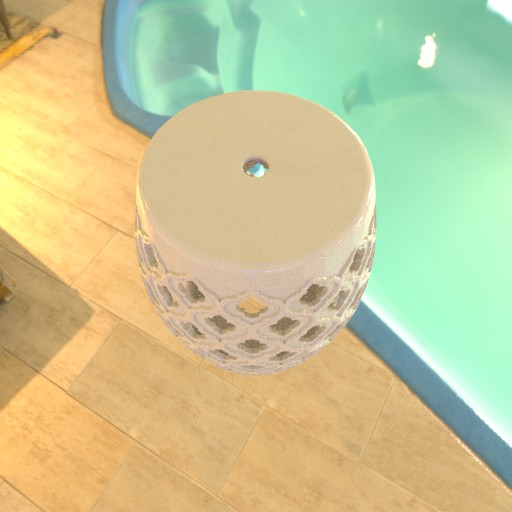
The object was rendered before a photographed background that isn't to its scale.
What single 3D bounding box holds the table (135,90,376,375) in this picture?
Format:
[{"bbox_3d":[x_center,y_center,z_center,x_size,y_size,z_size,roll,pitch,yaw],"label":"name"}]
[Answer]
[{"bbox_3d":[0.000,0.000,0.653,0.325,0.388,0.325,0,59,0],"label":"table"}]
